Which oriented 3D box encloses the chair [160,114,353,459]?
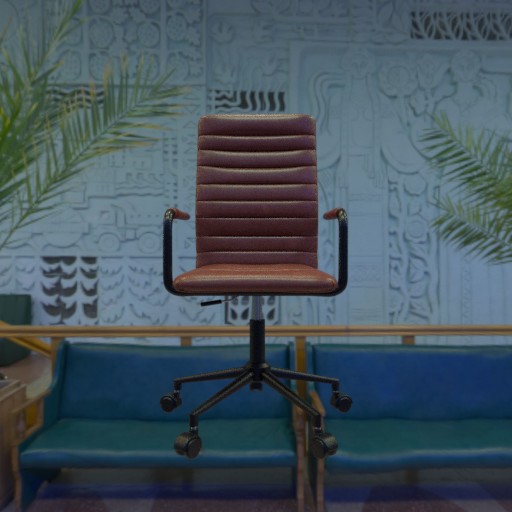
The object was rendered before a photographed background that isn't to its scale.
[{"bbox_3d":[0.000,0.000,1.337,0.608,0.979,0.580,0,0,1],"label":"chair"}]
